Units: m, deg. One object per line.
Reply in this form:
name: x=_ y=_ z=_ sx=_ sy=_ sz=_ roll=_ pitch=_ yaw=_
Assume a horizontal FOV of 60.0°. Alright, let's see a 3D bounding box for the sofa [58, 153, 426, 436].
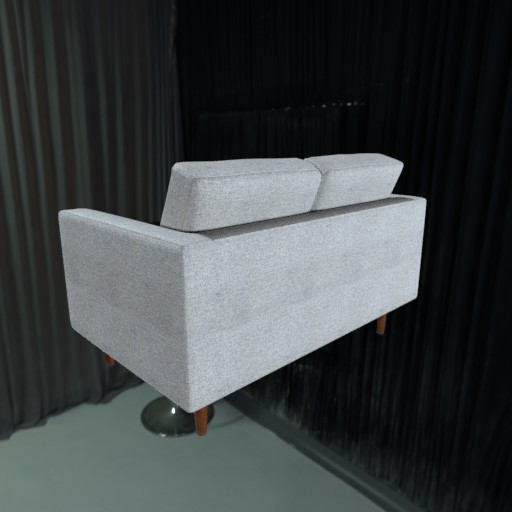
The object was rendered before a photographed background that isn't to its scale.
sofa: x=0.000 y=0.000 z=2.174 sx=1.527 sy=0.973 sz=0.969 roll=-14 pitch=20 yaw=-42
